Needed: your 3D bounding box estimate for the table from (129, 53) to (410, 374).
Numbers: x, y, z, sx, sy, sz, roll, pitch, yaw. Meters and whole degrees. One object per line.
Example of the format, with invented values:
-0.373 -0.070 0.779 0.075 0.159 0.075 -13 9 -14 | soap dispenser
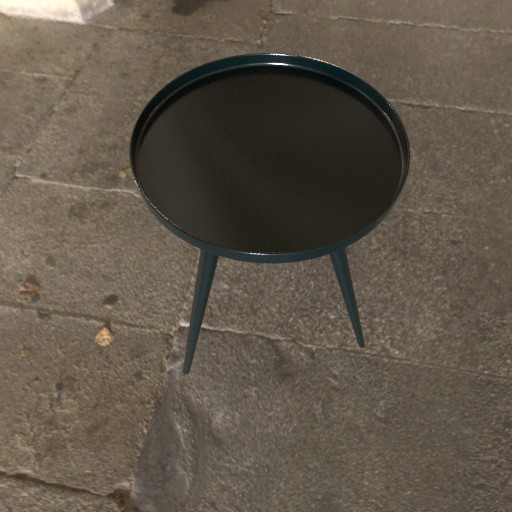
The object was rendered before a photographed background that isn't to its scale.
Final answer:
0.000 0.000 0.813 0.415 0.548 0.403 -30 63 -18 | table
